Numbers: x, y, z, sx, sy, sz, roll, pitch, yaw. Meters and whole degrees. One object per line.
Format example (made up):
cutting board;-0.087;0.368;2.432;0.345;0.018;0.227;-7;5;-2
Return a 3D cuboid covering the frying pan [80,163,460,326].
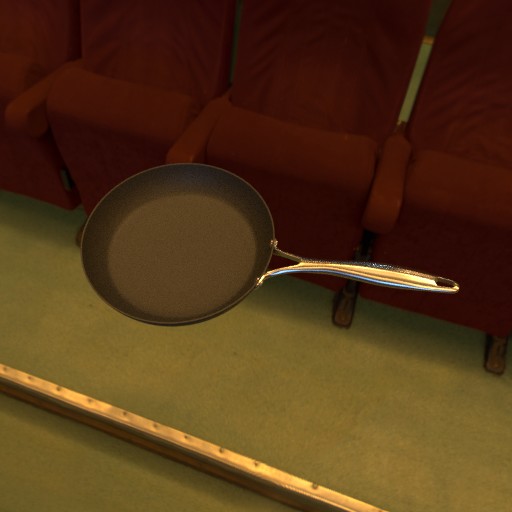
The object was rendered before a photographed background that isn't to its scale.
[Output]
frying pan;0.000;0.000;0.568;0.472;0.105;0.255;16;60;10
